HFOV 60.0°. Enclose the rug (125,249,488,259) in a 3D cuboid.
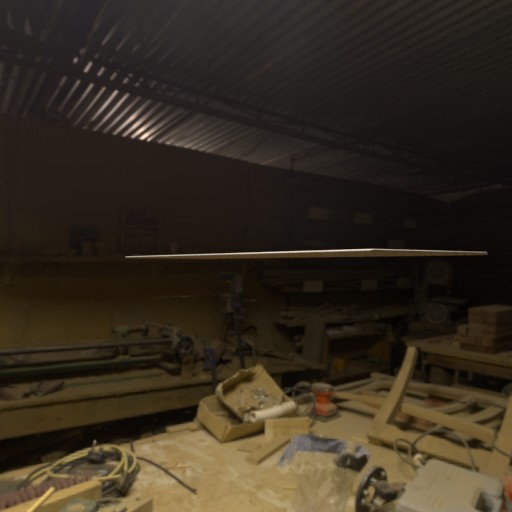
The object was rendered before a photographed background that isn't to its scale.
[{"bbox_3d":[0.000,0.000,2.742,0.793,0.014,2.450,1,-1,-36],"label":"rug"}]
